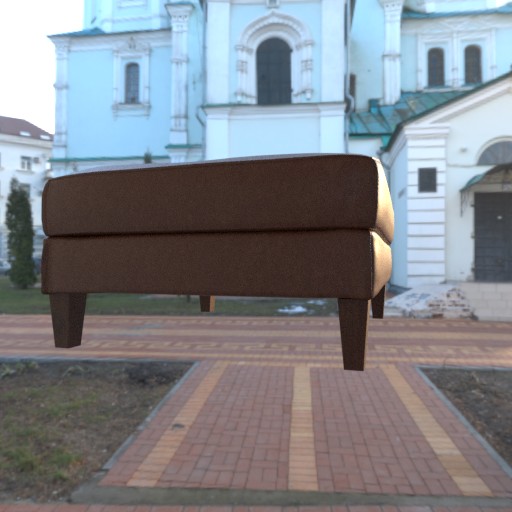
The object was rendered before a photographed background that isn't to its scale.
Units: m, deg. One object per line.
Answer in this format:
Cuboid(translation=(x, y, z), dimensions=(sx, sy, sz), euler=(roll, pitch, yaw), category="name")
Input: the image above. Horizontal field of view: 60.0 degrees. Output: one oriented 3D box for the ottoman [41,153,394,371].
Cuboid(translation=(0.000, 0.000, 1.424), dimensions=(0.836, 0.472, 0.987), euler=(0, -1, 18), category="ottoman")
